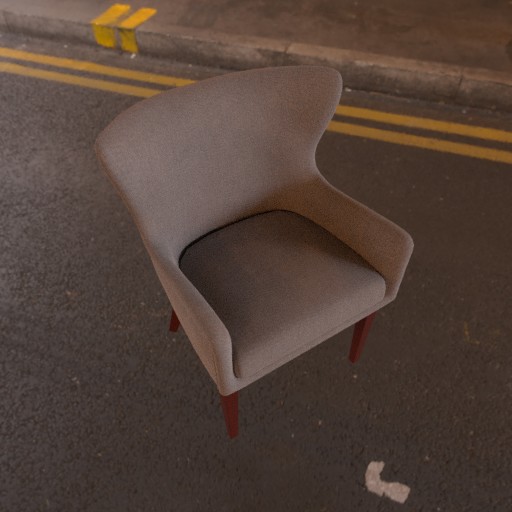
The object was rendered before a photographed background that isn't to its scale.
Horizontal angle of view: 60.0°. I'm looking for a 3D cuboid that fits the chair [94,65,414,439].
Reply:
[{"bbox_3d":[0.000,0.000,1.422,0.732,0.948,0.677,-25,51,-21],"label":"chair"}]
